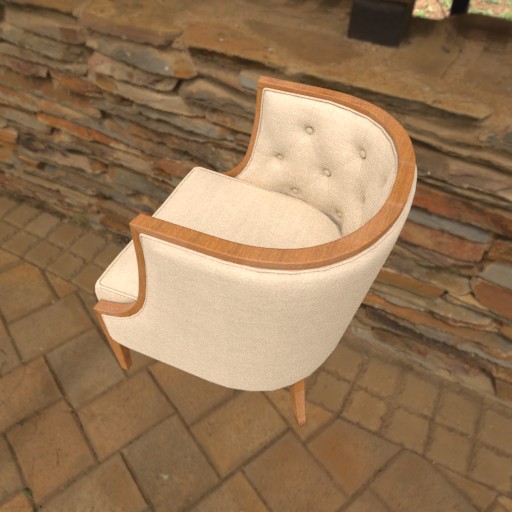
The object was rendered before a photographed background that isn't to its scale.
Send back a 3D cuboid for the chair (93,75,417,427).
[{"bbox_3d":[0.000,0.000,1.344,0.757,0.775,0.711,18,51,15],"label":"chair"}]
